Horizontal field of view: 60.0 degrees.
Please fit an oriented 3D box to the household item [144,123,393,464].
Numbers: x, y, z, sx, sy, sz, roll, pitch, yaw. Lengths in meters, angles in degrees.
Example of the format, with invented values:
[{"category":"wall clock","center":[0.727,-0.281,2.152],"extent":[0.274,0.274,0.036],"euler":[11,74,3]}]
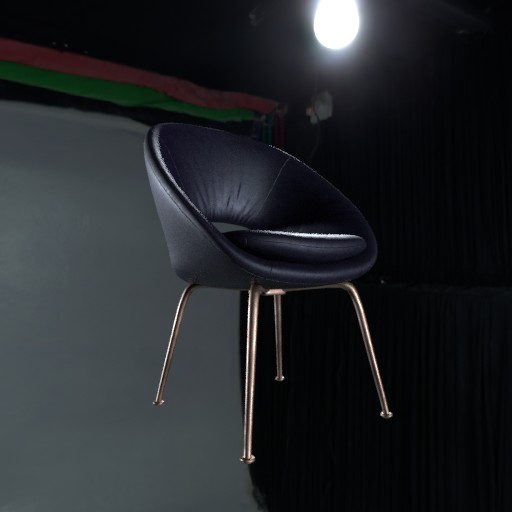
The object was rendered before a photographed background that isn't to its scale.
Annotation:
[{"category":"household item","center":[0.000,0.000,1.255],"extent":[0.623,0.852,0.573],"euler":[0,-1,-36]}]
